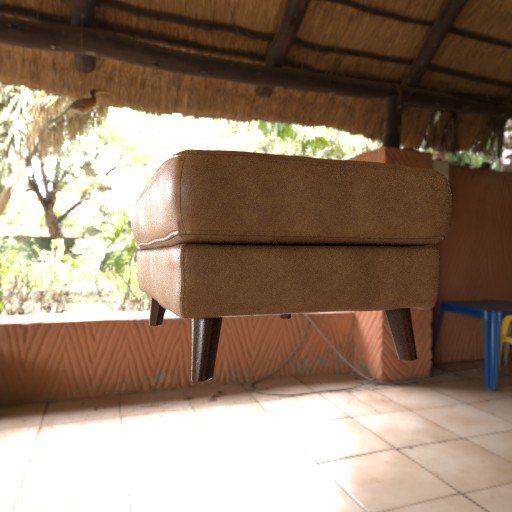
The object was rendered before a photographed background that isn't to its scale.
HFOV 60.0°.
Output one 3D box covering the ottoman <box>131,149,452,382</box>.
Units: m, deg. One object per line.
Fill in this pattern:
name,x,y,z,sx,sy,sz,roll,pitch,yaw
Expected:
ottoman,0.000,0.000,1.231,0.630,0.461,0.869,0,0,-20
